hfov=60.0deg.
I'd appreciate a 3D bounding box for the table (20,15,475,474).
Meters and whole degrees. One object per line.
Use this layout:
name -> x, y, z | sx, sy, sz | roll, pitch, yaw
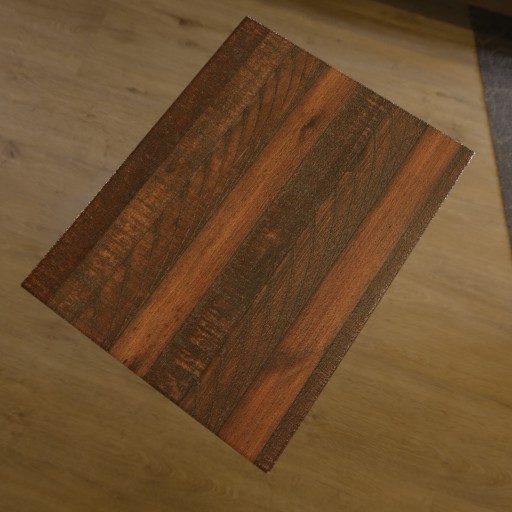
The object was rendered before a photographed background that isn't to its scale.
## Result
table -> 0.000, 0.000, 1.094 | 0.524, 0.612, 0.678 | 34, 79, 8
